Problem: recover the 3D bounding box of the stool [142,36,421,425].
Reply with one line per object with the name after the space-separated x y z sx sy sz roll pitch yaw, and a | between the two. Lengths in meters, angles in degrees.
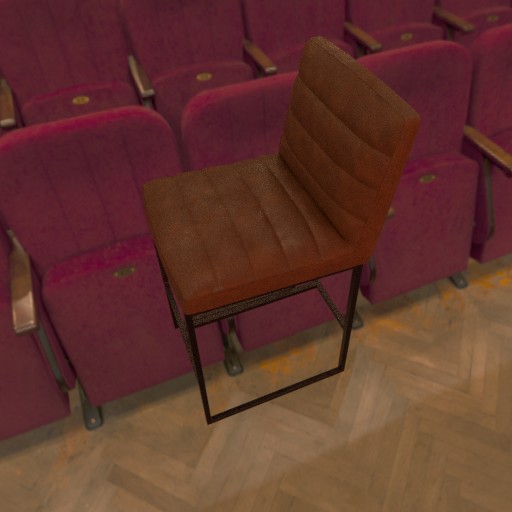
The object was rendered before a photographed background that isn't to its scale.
0.000 0.000 1.335 0.562 1.065 0.463 -17 50 -15 | stool
